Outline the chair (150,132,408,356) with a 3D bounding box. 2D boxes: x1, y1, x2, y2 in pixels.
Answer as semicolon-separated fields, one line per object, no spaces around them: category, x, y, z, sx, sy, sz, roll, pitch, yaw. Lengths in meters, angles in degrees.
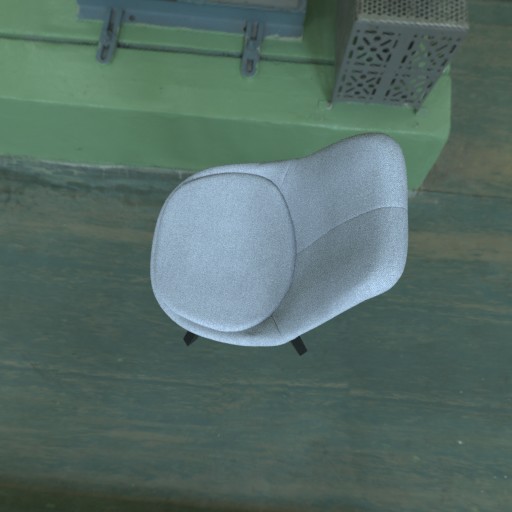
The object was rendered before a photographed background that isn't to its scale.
chair;0.000;0.000;1.194;0.550;0.850;0.485;4;75;1
